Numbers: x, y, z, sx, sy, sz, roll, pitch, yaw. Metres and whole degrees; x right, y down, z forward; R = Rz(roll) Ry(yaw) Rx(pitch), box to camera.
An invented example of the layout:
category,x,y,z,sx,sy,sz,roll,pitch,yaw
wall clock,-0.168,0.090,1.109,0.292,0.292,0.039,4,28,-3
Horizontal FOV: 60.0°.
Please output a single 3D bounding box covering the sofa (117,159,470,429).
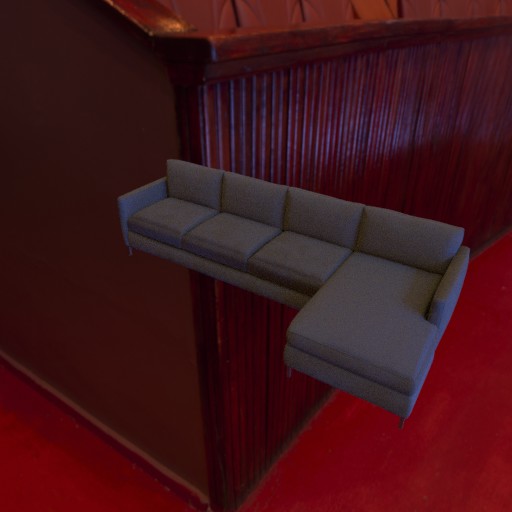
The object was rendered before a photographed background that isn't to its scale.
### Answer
category,x,y,z,sx,sy,sz,roll,pitch,yaw
sofa,0.000,0.000,3.279,2.725,0.756,1.255,18,35,28
